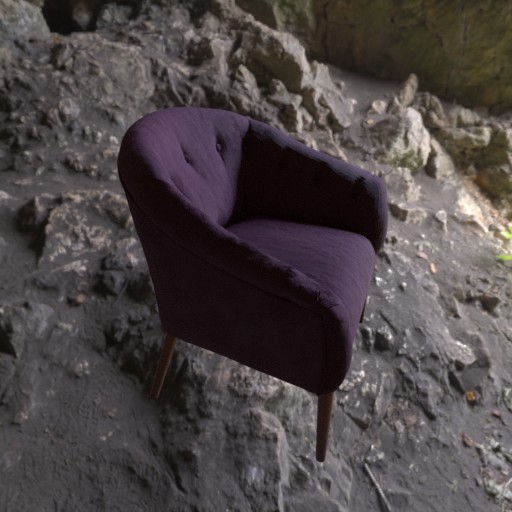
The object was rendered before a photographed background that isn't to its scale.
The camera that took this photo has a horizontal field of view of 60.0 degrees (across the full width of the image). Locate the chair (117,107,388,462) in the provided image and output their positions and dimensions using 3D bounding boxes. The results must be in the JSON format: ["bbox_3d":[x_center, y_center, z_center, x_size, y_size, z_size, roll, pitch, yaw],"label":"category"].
[{"bbox_3d":[0.000,0.000,1.486,0.776,0.885,0.851,11,33,18],"label":"chair"}]
